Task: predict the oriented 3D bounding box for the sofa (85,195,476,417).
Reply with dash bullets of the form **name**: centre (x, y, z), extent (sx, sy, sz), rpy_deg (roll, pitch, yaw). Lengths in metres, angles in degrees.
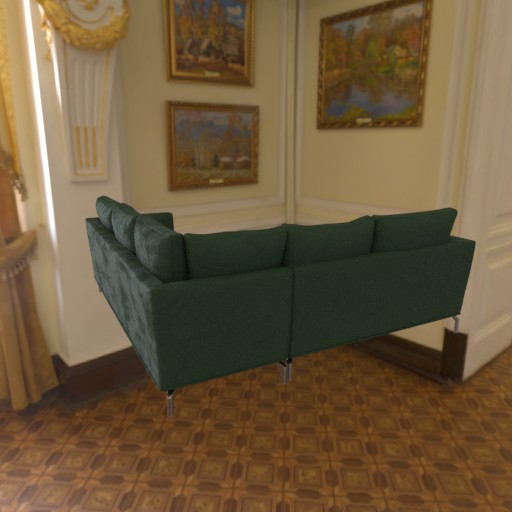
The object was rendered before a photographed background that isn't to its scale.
- **sofa**: centre (0.000, 0.000, 3.859), extent (2.468, 1.004, 2.452), rpy_deg (-8, 16, -27)
